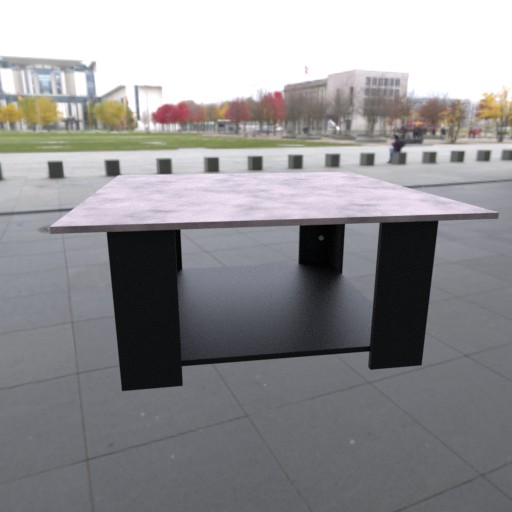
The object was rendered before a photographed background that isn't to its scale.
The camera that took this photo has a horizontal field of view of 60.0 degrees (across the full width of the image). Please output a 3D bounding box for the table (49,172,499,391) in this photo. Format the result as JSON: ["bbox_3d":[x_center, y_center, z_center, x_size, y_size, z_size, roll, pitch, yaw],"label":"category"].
[{"bbox_3d":[0.000,0.000,1.007,0.670,0.305,0.670,-3,16,-9],"label":"table"}]
